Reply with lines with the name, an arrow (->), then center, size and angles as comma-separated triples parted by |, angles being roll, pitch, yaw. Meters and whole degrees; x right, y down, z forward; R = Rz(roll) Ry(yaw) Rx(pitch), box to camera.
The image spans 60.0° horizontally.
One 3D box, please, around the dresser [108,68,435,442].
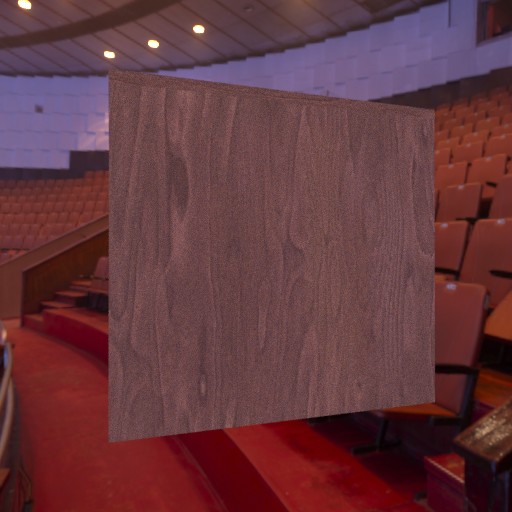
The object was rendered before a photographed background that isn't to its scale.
dresser -> 0.000, 0.000, 1.280 | 0.809, 0.762, 0.529 | 0, 0, -18
